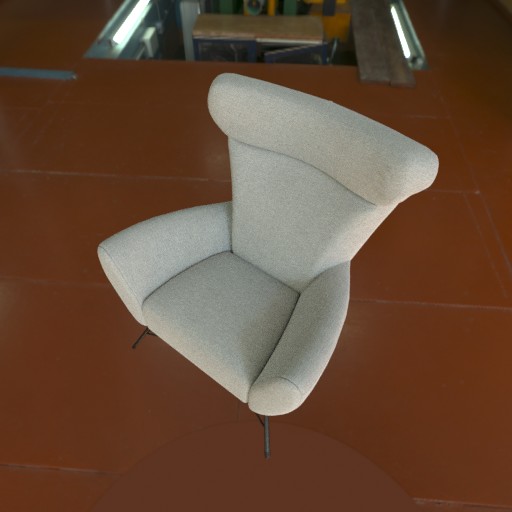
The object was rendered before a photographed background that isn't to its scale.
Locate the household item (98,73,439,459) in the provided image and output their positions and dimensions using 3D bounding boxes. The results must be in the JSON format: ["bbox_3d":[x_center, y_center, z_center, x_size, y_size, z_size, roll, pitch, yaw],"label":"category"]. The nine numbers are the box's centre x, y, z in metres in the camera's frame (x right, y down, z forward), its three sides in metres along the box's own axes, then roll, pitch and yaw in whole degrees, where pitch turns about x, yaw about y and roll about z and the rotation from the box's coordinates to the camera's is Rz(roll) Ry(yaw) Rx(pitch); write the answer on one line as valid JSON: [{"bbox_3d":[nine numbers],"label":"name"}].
[{"bbox_3d":[0.000,0.000,1.771,0.980,1.050,0.900,31,55,25],"label":"household item"}]
